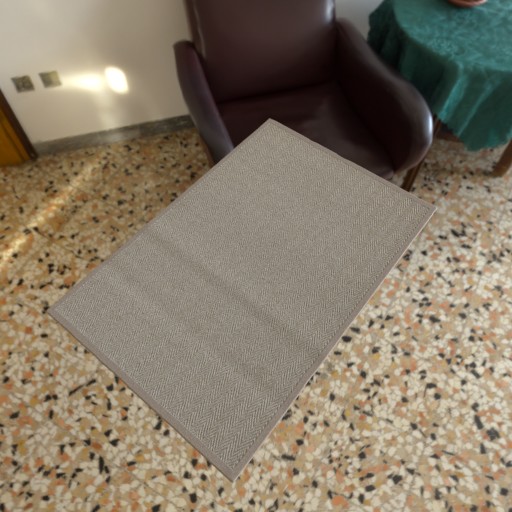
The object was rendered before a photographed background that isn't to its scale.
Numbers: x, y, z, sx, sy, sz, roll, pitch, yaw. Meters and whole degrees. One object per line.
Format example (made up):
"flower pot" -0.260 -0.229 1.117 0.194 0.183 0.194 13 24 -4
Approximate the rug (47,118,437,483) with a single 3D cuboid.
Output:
"rug" 0.000 0.000 2.994 1.540 0.021 2.290 34 64 20
